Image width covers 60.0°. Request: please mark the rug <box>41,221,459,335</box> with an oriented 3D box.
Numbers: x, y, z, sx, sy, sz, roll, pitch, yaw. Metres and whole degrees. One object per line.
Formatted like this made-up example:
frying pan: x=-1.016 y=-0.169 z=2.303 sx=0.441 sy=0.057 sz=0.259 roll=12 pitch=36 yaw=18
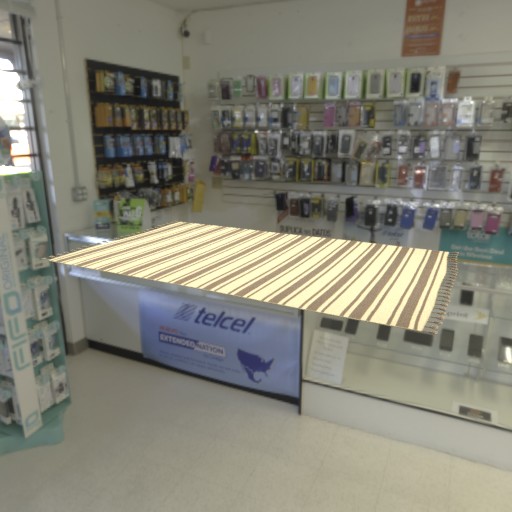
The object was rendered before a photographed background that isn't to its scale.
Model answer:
rug: x=0.000 y=0.000 z=2.538 sx=2.096 sy=0.011 sz=1.229 roll=8 pitch=18 yaw=26
